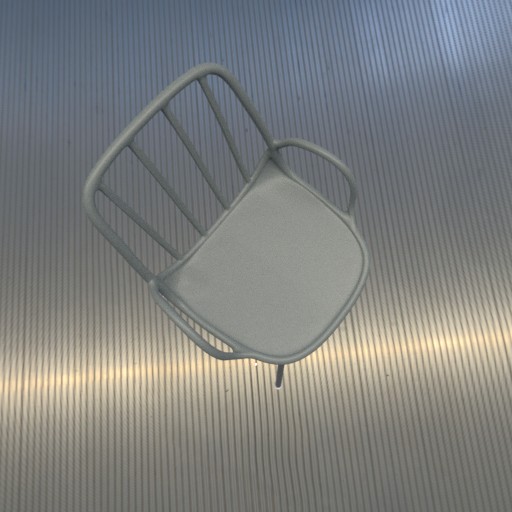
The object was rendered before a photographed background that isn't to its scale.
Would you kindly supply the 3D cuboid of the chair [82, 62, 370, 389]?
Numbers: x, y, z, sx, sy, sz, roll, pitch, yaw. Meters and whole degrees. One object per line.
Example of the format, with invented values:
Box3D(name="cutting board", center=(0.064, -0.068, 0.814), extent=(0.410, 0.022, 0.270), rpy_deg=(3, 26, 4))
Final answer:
Box3D(name="chair", center=(0.000, 0.000, 1.213), extent=(0.597, 0.816, 0.549), rpy_deg=(38, 79, 9))
